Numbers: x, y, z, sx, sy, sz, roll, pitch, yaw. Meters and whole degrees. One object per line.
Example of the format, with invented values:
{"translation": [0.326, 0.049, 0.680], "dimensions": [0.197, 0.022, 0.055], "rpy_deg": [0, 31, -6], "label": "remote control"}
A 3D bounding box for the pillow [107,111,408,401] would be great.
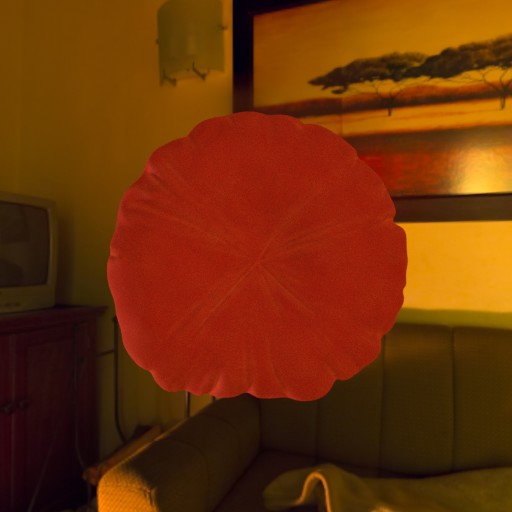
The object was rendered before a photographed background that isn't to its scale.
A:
{"translation": [0.000, 0.000, 0.642], "dimensions": [0.428, 0.407, 0.148], "rpy_deg": [0, -2, 0], "label": "pillow"}
